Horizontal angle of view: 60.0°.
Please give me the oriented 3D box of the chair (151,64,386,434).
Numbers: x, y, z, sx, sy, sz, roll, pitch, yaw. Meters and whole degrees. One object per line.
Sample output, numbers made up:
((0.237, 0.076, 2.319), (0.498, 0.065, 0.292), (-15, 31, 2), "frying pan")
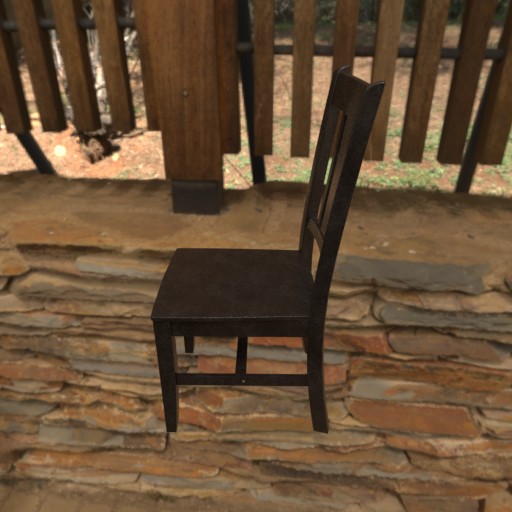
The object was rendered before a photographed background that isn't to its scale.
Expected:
((0.000, 0.000, 1.292), (0.555, 0.998, 0.450), (0, 27, 1), "chair")
